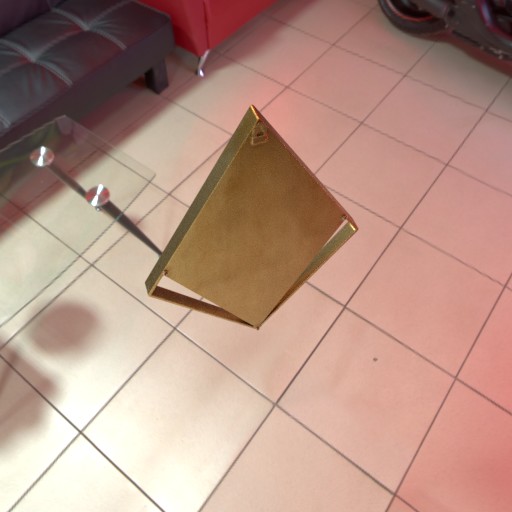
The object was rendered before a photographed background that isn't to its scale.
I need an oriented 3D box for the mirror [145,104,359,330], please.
[{"bbox_3d":[0.000,0.000,0.834,0.419,0.679,0.032,-17,60,-10],"label":"mirror"}]
